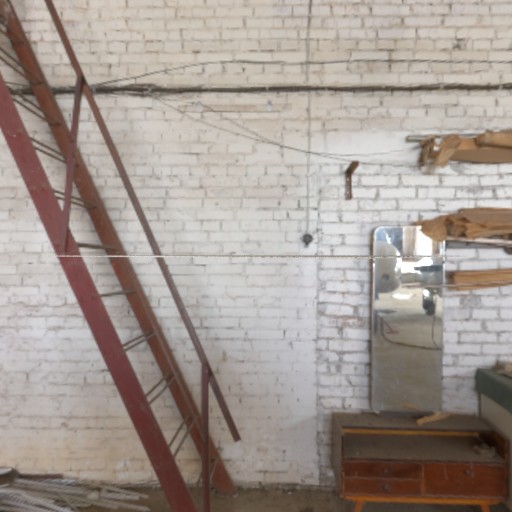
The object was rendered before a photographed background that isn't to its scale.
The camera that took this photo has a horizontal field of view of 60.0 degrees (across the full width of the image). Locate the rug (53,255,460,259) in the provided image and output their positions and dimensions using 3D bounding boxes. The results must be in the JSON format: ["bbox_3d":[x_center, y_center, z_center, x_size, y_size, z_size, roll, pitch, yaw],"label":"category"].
[{"bbox_3d":[0.000,0.000,2.130,1.634,0.003,1.190,0,0,37],"label":"rug"}]
